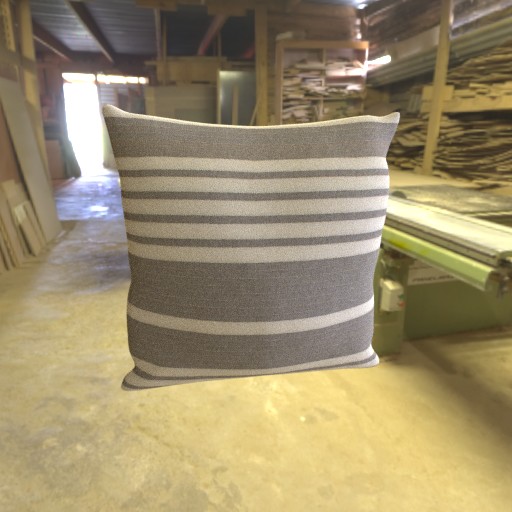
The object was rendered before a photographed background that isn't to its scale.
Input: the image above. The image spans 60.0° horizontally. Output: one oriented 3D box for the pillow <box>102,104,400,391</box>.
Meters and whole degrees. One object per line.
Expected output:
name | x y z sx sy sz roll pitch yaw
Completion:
pillow | 0.000 0.000 0.685 0.439 0.440 0.182 -3 16 -9
